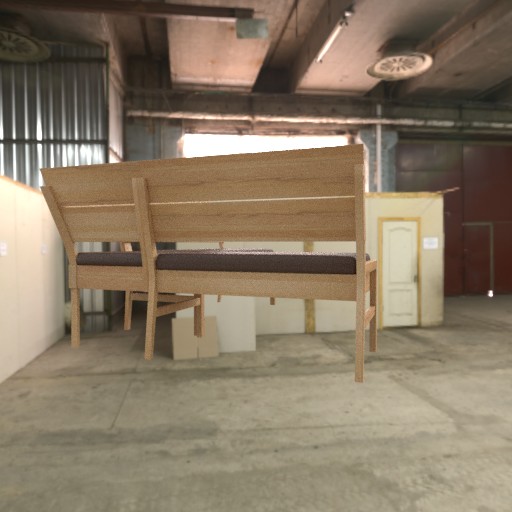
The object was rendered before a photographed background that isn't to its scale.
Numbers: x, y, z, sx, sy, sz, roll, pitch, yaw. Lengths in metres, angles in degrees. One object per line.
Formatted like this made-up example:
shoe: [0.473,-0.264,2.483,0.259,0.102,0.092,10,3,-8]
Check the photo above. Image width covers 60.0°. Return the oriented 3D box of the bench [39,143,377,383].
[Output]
bench: [0.000,0.000,2.806,1.549,0.890,1.975,1,2,20]
